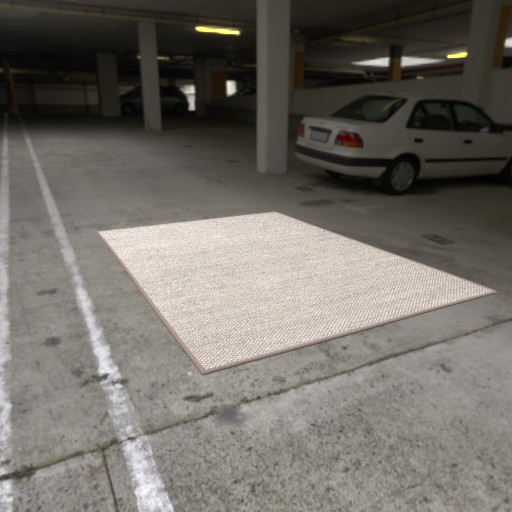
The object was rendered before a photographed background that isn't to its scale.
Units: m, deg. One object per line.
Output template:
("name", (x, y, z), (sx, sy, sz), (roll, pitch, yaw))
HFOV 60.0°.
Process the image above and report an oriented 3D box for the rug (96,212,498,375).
("rug", (0.000, 0.000, 2.668), (1.517, 0.013, 2.115), (-9, 20, -26))
